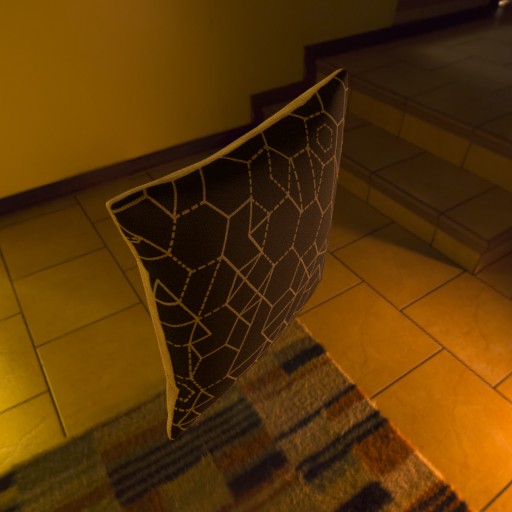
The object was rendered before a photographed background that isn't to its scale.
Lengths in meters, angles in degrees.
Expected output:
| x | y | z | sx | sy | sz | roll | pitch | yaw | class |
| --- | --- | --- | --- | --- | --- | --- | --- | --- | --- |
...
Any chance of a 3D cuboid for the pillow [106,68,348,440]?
| x | y | z | sx | sy | sz | roll | pitch | yaw | class |
| --- | --- | --- | --- | --- | --- | --- | --- | --- | --- |
| 0.000 | 0.000 | 0.778 | 0.158 | 0.508 | 0.517 | 26 | 48 | 26 | pillow |
